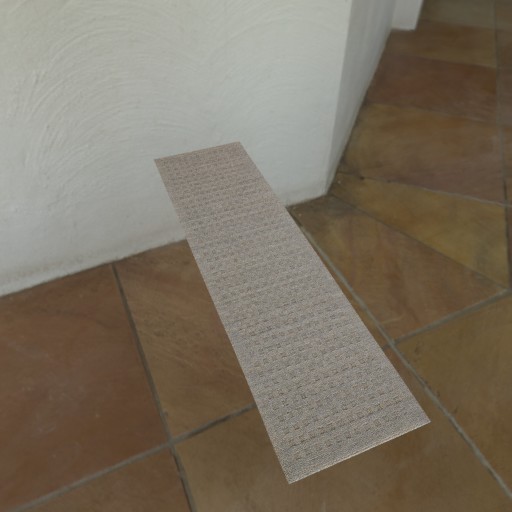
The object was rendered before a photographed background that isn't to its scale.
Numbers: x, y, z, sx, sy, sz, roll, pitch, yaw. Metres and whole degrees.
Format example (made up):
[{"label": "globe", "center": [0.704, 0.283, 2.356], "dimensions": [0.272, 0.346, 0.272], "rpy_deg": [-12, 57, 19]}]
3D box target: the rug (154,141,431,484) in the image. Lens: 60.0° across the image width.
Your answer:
[{"label": "rug", "center": [0.000, 0.000, 2.637], "dimensions": [0.688, 0.005, 2.437], "rpy_deg": [-16, 48, -15]}]
